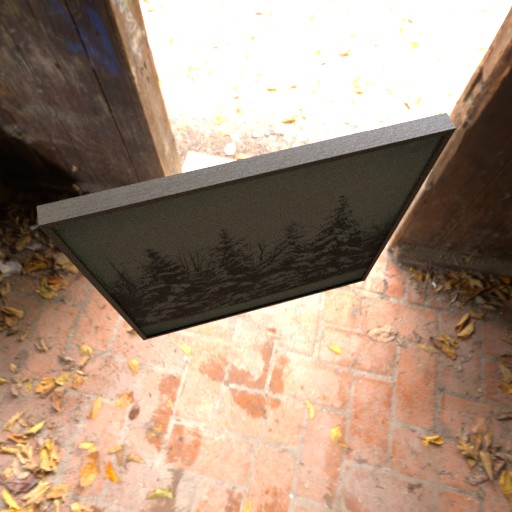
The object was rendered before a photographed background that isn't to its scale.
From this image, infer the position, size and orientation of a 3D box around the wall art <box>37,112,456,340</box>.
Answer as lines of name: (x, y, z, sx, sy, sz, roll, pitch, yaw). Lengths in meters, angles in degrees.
wall art: (0.000, 0.000, 1.126, 0.758, 0.758, 0.039, -14, 66, -7)
